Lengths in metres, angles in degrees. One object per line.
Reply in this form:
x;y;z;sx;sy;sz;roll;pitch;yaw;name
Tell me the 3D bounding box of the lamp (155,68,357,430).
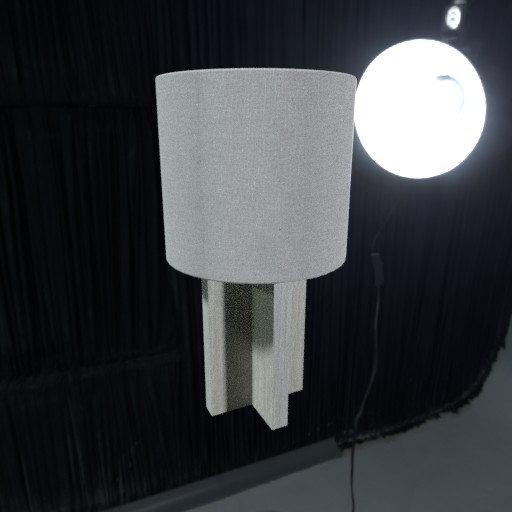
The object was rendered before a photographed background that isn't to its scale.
0.000;0.000;0.576;0.229;0.428;0.229;-8;19;-25;lamp
